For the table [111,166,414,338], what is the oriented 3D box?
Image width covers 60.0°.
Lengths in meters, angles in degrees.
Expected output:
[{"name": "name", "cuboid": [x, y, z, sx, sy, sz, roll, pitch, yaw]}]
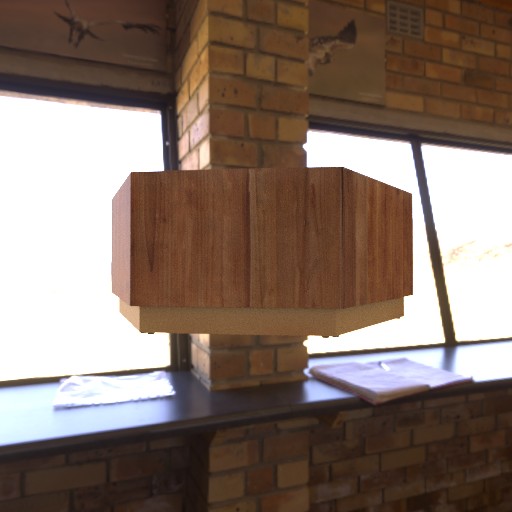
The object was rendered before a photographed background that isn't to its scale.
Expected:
[{"name": "table", "cuboid": [0.000, 0.000, 1.683, 1.000, 0.456, 1.154, -1, -1, 37]}]
